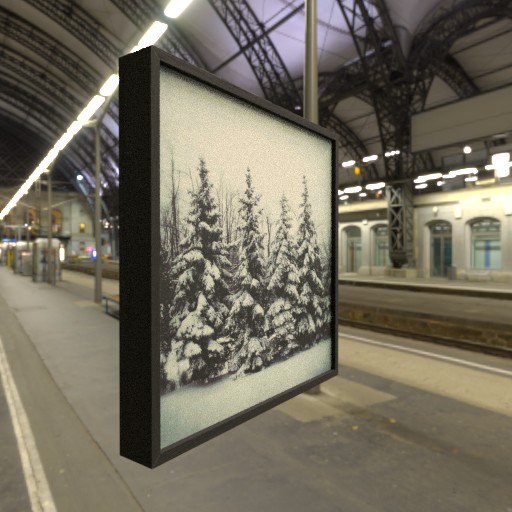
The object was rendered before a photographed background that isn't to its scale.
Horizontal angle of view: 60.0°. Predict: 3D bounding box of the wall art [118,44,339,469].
[{"bbox_3d":[0.000,0.000,0.452,0.037,0.305,0.305,0,1,36],"label":"wall art"}]
